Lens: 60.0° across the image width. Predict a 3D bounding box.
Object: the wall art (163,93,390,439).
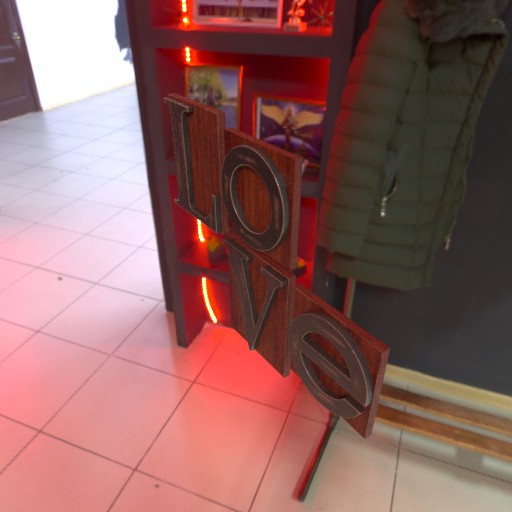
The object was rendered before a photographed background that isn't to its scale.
[{"bbox_3d":[0.000,0.000,0.862,0.030,0.497,0.635,-21,38,-30],"label":"wall art"}]
